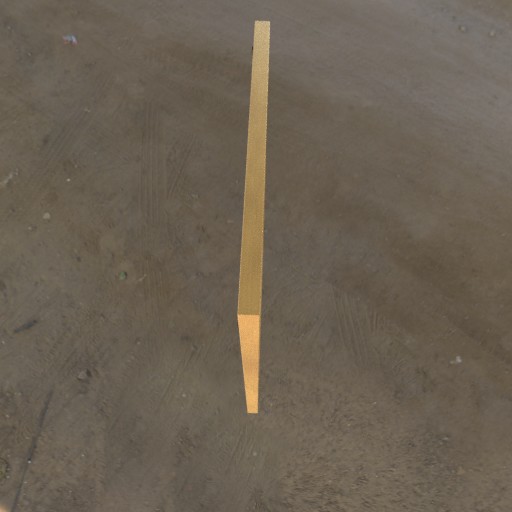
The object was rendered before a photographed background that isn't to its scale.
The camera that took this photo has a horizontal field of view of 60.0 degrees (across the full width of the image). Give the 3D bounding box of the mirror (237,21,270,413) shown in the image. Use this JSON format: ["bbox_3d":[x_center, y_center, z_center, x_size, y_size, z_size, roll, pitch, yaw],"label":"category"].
[{"bbox_3d":[0.000,0.000,1.353,0.041,1.016,0.762,2,62,1],"label":"mirror"}]
